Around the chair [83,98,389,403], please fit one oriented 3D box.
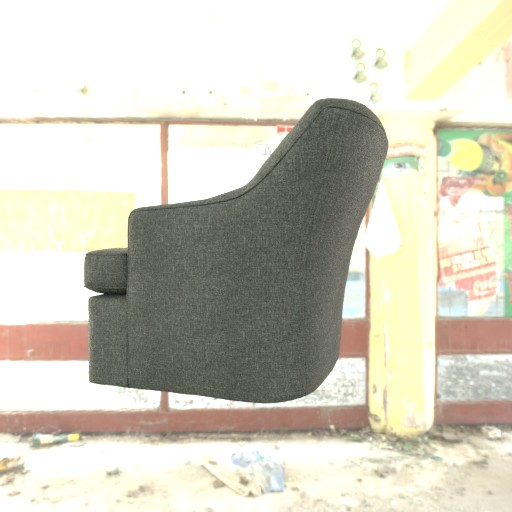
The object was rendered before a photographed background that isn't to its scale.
[{"bbox_3d":[0.000,0.000,1.603,0.923,0.856,0.864,0,-1,18],"label":"chair"}]
